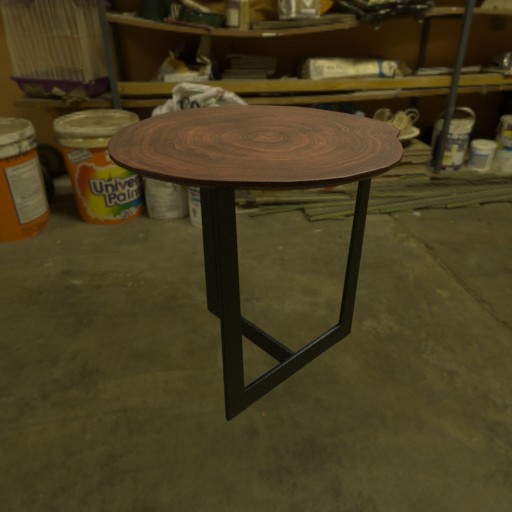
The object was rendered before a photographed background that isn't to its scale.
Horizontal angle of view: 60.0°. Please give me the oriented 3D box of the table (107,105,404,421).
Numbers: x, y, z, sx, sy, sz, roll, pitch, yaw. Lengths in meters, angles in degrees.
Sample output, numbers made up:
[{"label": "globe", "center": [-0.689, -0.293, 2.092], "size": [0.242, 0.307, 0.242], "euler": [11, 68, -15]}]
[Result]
[{"label": "table", "center": [0.000, 0.000, 0.868], "size": [0.494, 0.476, 0.477], "euler": [20, 36, 31]}]
